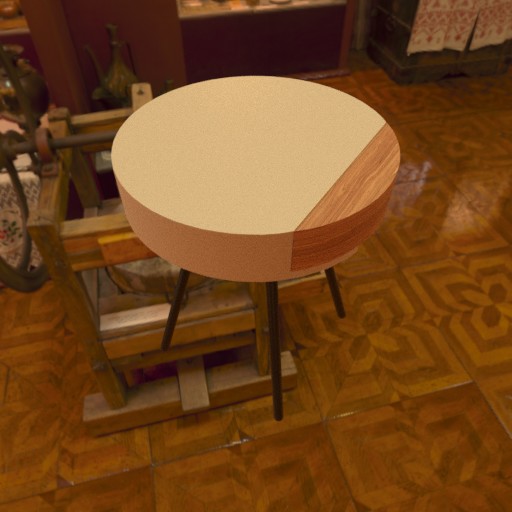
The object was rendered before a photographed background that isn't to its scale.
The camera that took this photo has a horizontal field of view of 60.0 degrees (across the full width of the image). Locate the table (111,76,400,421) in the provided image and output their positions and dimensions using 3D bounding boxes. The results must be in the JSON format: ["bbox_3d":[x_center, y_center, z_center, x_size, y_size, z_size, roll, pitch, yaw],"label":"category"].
[{"bbox_3d":[0.000,0.000,0.870,0.450,0.525,0.450,0,46,0],"label":"table"}]
